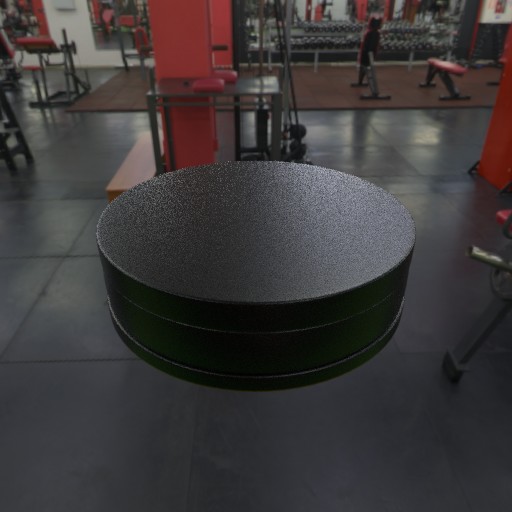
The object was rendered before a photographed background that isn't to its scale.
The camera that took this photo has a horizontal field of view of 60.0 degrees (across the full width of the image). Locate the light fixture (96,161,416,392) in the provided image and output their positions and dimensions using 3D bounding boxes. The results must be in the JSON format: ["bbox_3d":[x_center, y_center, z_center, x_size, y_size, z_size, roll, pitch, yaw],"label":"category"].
[{"bbox_3d":[0.000,0.000,0.430,0.283,0.097,0.283,0,31,0],"label":"light fixture"}]
